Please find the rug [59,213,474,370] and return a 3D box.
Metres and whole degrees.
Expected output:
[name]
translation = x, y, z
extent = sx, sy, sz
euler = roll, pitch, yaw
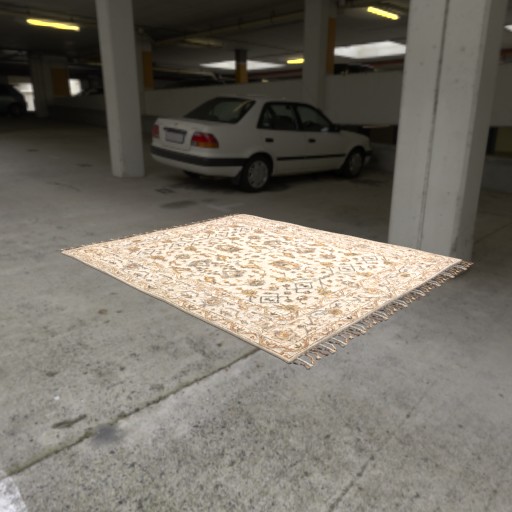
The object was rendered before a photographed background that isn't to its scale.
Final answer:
[rug]
translation = 0.000, 0.000, 4.089
extent = 3.061, 0.034, 2.426
euler = 16, 24, 42
